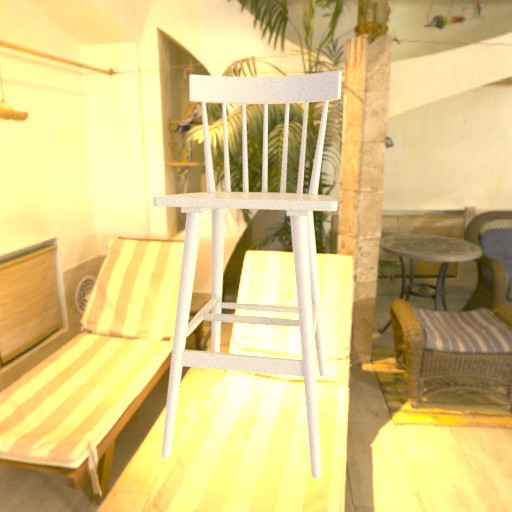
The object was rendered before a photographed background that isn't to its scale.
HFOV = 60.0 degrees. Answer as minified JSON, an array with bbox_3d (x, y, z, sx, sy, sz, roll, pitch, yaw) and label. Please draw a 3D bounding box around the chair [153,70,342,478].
[{"bbox_3d":[0.000,0.000,1.377,0.483,1.092,0.572,3,15,10],"label":"chair"}]
